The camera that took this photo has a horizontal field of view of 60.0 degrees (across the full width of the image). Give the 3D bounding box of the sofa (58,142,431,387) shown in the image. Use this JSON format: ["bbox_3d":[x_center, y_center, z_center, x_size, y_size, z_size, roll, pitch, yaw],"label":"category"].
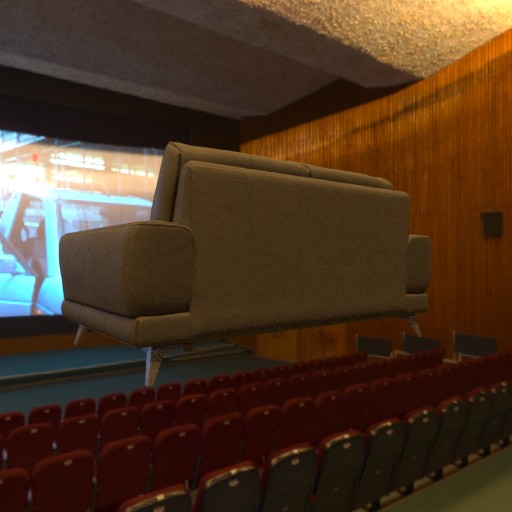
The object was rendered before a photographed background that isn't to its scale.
[{"bbox_3d":[0.000,0.000,2.387,1.806,0.907,1.018,0,0,-37],"label":"sofa"}]
